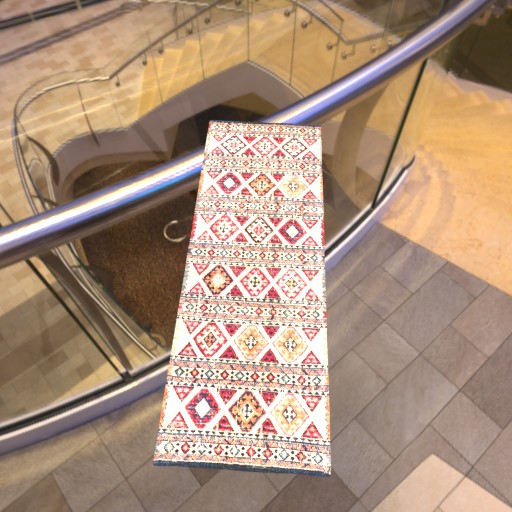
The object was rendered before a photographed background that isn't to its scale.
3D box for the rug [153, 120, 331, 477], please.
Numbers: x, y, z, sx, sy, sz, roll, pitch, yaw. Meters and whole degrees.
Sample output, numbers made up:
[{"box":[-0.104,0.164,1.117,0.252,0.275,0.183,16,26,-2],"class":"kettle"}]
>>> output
[{"box":[0.000,0.000,2.679,0.832,0.008,2.362,3,58,2],"class":"rug"}]
